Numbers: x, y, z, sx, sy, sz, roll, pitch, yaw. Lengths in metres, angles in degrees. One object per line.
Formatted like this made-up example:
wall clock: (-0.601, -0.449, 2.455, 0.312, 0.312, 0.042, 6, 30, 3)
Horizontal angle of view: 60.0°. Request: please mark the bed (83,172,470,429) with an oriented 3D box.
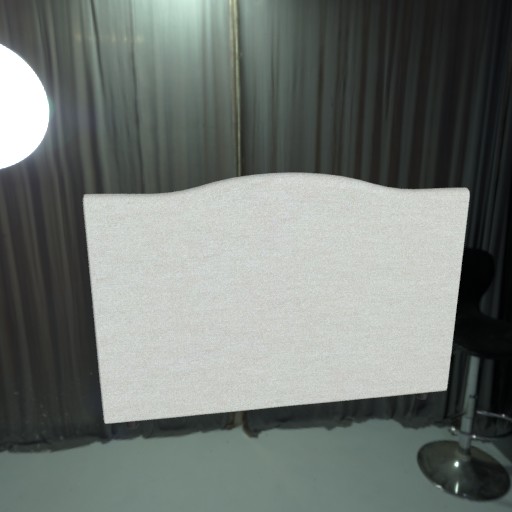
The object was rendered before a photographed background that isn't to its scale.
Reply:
bed: (0.000, 0.000, 3.498, 2.083, 1.421, 2.182, -2, 14, -9)
